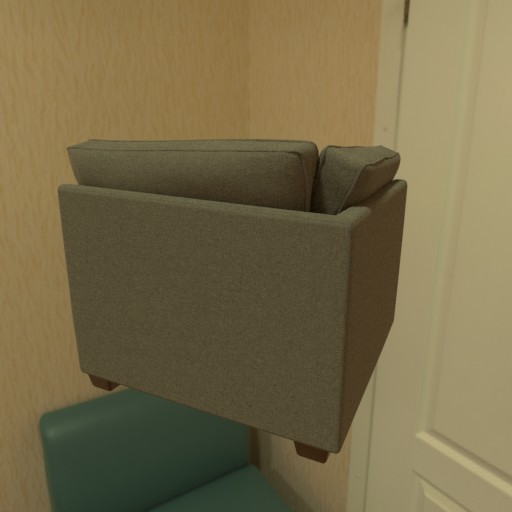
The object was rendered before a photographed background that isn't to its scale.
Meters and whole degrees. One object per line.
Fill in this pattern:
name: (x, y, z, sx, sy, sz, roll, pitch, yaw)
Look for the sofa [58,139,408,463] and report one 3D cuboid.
sofa: (0.000, 0.000, 1.828, 1.042, 0.951, 1.050, 8, 18, 25)
